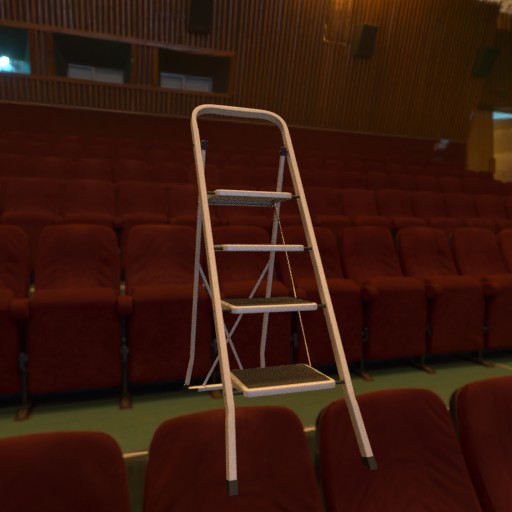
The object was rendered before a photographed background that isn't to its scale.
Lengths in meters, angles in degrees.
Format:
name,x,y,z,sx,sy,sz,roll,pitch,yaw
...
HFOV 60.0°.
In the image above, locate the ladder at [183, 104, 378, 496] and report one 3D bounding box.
name,x,y,z,sx,sy,sz,roll,pitch,yaw
ladder,0.000,0.000,1.675,0.460,1.265,0.914,0,1,-19
